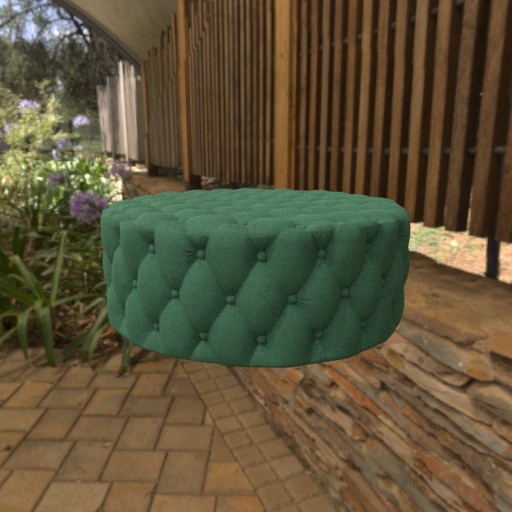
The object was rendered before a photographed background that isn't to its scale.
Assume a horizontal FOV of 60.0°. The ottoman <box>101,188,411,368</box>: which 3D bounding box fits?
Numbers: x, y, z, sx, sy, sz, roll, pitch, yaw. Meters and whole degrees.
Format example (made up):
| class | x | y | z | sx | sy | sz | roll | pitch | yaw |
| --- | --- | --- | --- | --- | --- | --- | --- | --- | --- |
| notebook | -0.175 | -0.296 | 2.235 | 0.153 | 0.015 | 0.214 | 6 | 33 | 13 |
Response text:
| class | x | y | z | sx | sy | sz | roll | pitch | yaw |
| --- | --- | --- | --- | --- | --- | --- | --- | --- | --- |
| ottoman | 0.000 | 0.000 | 1.513 | 0.998 | 0.399 | 0.998 | 0 | 14 | 0 |
